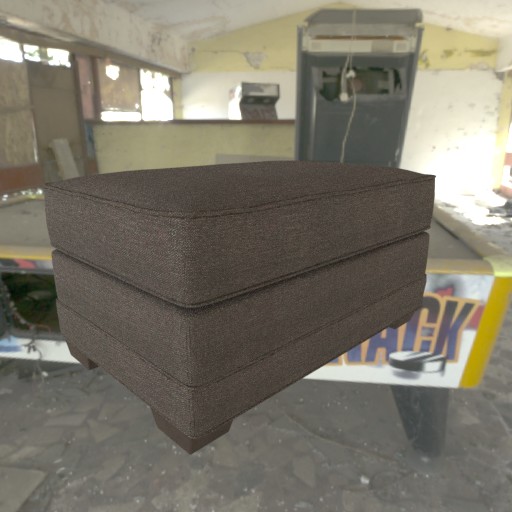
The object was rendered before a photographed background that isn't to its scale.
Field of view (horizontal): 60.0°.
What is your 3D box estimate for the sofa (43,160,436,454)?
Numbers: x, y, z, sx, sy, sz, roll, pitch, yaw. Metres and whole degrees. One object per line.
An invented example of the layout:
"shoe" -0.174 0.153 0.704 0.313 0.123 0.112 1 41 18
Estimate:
"sofa" 0.000 0.000 1.161 0.854 0.457 0.578 -15 22 -42
